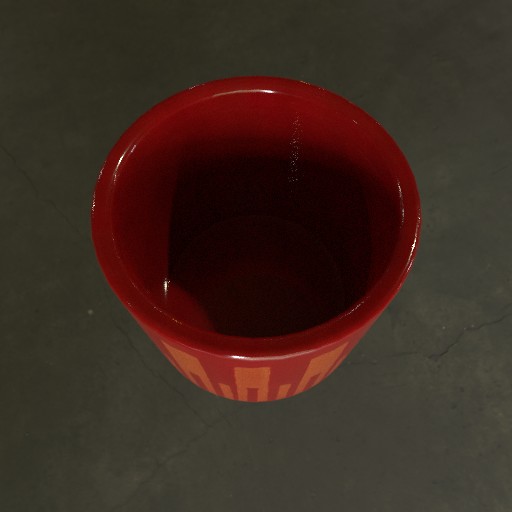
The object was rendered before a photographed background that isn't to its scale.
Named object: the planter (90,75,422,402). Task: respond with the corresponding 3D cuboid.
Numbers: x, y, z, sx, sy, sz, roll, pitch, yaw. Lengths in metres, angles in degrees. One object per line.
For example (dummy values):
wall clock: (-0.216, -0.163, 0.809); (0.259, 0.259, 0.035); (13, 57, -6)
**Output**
planter: (0.000, 0.000, 0.398); (0.230, 0.202, 0.230); (0, 65, 0)
